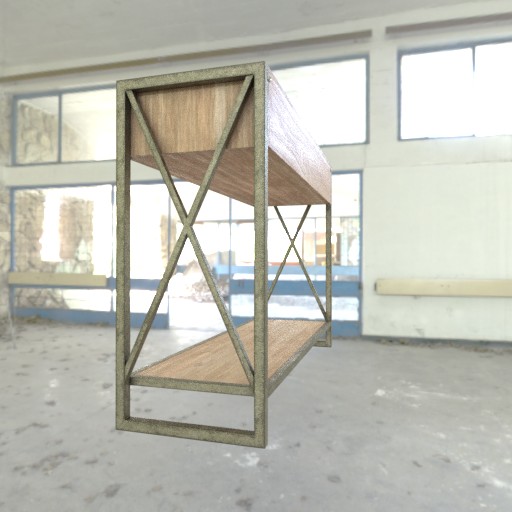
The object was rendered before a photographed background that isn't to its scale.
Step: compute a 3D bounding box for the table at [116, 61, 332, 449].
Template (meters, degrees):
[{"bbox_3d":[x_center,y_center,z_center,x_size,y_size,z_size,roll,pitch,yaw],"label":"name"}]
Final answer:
[{"bbox_3d":[0.000,0.000,1.428,0.361,0.763,1.059,0,0,17],"label":"table"}]
